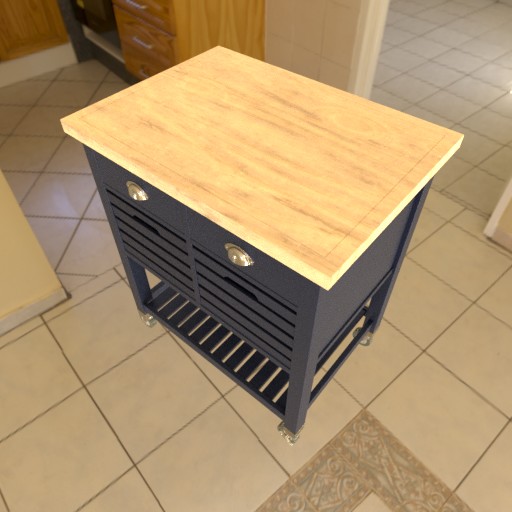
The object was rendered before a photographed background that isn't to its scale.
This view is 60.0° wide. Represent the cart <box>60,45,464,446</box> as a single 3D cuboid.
[{"bbox_3d":[0.000,0.000,1.401,0.797,0.920,0.567,32,55,26],"label":"cart"}]
